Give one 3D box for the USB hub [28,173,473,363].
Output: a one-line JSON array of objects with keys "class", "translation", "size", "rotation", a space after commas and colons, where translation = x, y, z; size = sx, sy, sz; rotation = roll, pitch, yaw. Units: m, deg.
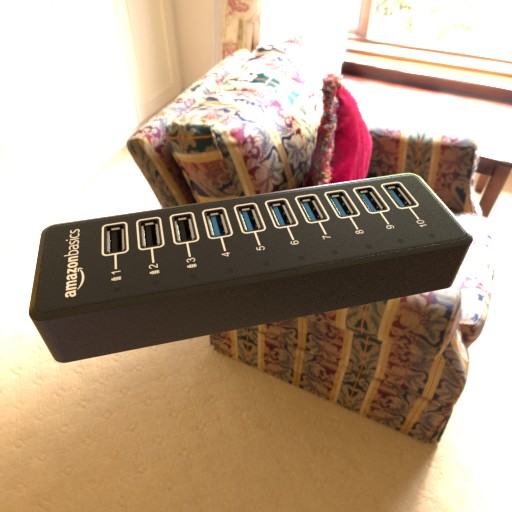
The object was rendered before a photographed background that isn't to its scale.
[{"class": "USB hub", "translation": [0.000, 0.000, 0.161], "size": [0.145, 0.023, 0.044], "rotation": [-10, 45, -10]}]
